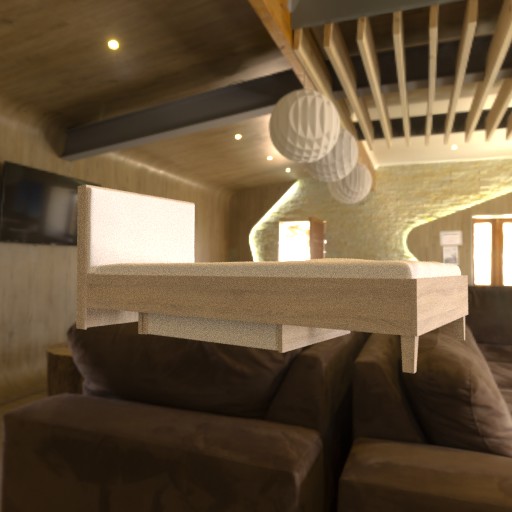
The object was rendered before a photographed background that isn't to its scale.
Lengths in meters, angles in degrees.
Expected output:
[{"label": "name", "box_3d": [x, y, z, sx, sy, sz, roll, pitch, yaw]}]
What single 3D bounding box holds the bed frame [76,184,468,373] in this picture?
[{"label": "bed frame", "box_3d": [0.000, 0.000, 2.644, 2.140, 0.920, 0.990, -1, -2, 36]}]
